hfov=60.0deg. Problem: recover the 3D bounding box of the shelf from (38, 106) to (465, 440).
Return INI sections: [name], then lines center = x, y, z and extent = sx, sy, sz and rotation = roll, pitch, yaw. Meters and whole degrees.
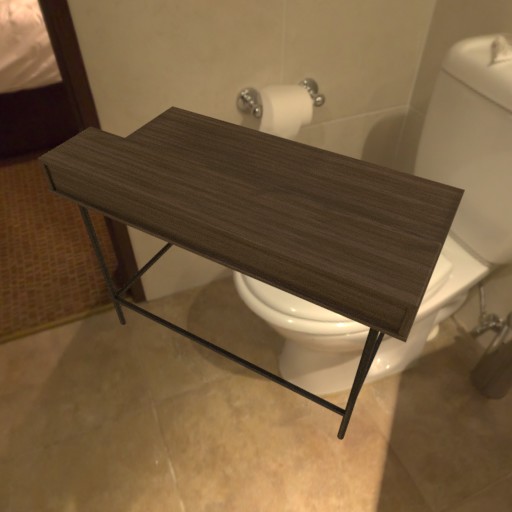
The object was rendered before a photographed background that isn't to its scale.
[shelf]
center = 0.000, 0.000, 1.696
extent = 1.212, 0.865, 0.685
rotation = 22, 49, 20
